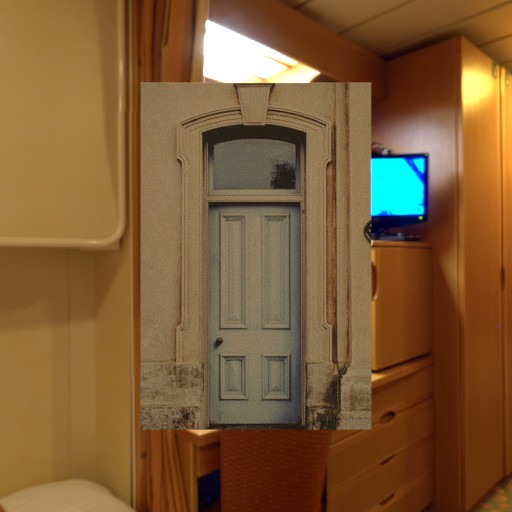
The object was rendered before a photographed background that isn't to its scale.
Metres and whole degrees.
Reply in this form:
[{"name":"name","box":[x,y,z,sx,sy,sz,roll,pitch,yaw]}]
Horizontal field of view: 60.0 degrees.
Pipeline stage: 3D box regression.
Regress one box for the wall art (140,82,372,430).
[{"name":"wall art","box":[0.000,0.000,0.793,0.403,0.607,0.036,0,0,0]}]
